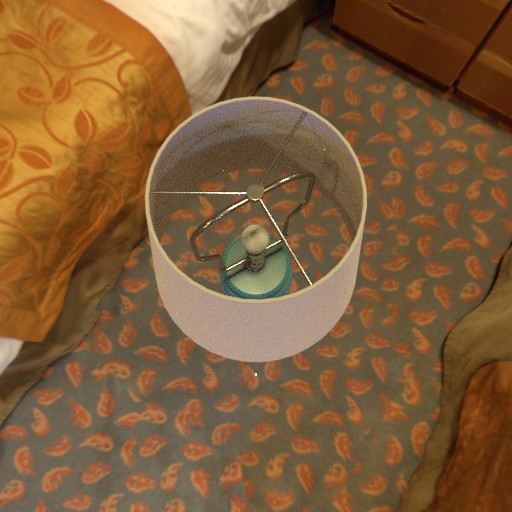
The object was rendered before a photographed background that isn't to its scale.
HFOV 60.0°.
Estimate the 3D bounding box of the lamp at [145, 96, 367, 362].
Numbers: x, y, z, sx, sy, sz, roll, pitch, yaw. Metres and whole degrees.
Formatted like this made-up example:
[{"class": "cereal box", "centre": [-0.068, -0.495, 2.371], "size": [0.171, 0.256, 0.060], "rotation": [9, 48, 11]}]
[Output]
[{"class": "lamp", "centre": [0.000, 0.000, 0.546], "size": [0.254, 0.392, 0.254], "rotation": [0, 75, 0]}]
